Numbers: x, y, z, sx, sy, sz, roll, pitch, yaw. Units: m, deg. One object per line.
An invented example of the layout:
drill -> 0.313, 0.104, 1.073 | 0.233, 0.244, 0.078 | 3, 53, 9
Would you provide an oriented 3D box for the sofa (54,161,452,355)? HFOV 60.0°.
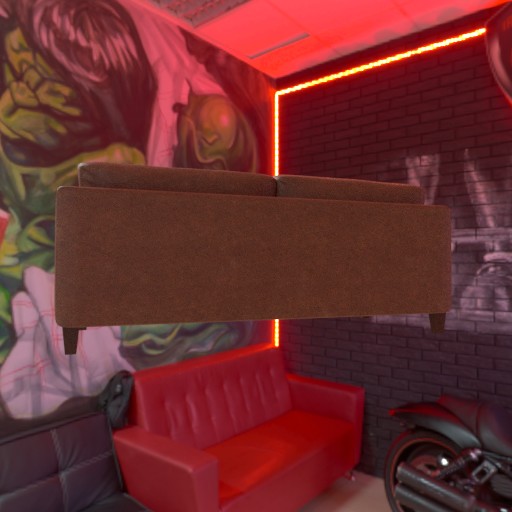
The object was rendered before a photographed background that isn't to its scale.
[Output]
sofa -> 0.000, 0.000, 2.758 | 2.204, 0.932, 0.950 | 0, -1, -18
